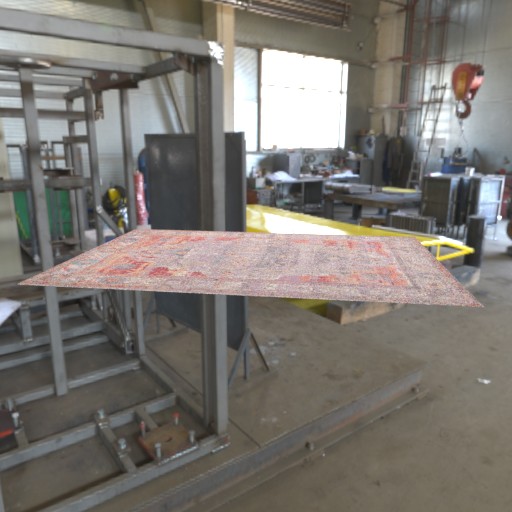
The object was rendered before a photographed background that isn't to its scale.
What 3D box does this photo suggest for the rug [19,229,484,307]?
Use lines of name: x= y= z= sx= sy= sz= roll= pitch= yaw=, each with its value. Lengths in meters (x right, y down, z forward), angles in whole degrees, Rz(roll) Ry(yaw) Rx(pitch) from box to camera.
rug: x=0.000 y=0.000 z=2.300 sx=1.829 sy=0.005 sz=1.219 roll=2 pitch=14 yaw=8
